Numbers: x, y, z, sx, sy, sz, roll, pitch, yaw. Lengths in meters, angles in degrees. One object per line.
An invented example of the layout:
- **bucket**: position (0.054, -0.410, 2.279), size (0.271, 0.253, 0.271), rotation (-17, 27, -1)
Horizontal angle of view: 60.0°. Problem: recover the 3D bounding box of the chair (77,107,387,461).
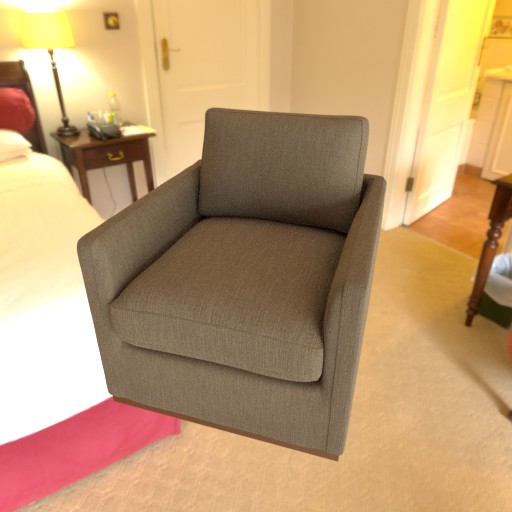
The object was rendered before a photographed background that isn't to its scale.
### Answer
- **chair**: position (0.000, 0.000, 1.474), size (0.763, 0.811, 0.834), rotation (9, 30, 15)
